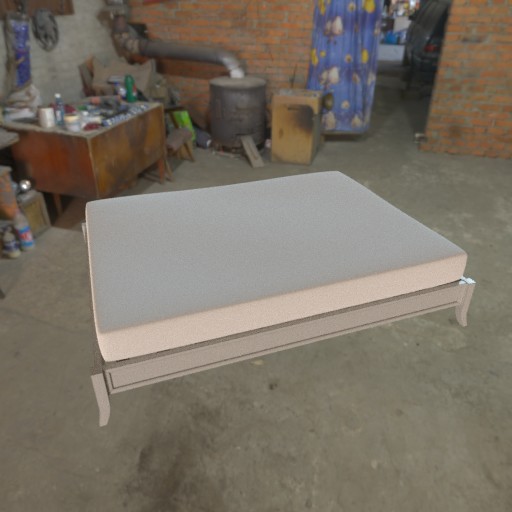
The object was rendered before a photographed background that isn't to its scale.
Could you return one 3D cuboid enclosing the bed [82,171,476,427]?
[{"bbox_3d":[0.000,0.000,2.862,2.108,0.510,1.604,-10,32,-17],"label":"bed"}]
